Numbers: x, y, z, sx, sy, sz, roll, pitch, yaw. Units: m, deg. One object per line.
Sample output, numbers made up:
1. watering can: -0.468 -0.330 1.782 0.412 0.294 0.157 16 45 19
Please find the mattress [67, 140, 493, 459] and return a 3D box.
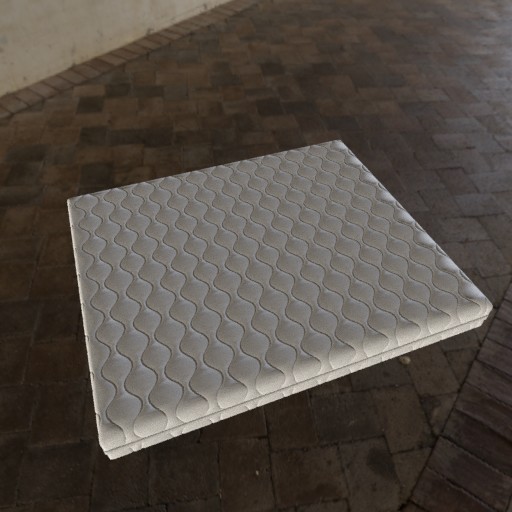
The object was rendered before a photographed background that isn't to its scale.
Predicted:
1. mattress: 0.000 0.000 2.504 1.900 0.200 1.600 -15 49 -14
